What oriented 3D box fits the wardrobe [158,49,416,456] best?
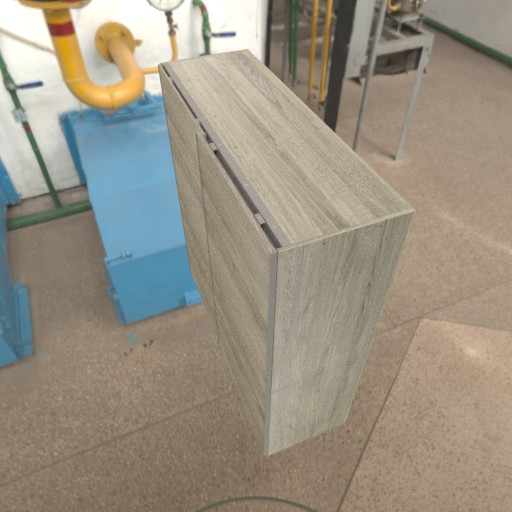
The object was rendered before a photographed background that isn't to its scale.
[{"bbox_3d":[0.000,0.000,2.936,0.629,1.960,1.780,-17,48,-16],"label":"wardrobe"}]
